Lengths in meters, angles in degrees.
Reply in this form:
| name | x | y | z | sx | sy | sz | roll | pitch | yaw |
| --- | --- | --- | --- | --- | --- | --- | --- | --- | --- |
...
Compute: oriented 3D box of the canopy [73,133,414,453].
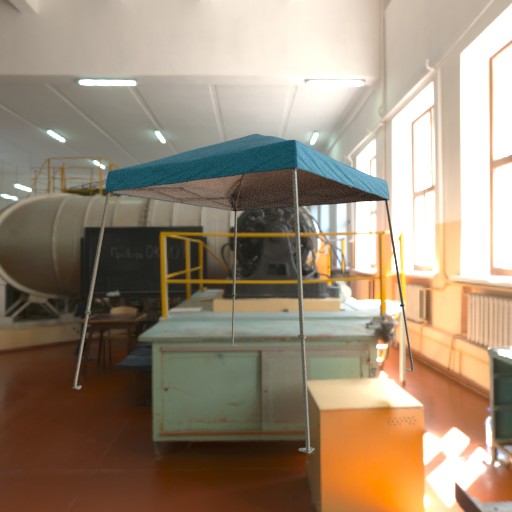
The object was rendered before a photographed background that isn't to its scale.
| name | x | y | z | sx | sy | sz | roll | pitch | yaw |
| --- | --- | --- | --- | --- | --- | --- | --- | --- | --- |
| canopy | 0.000 | 0.000 | 5.160 | 2.848 | 2.849 | 2.849 | 0 | 0 | 34 |
